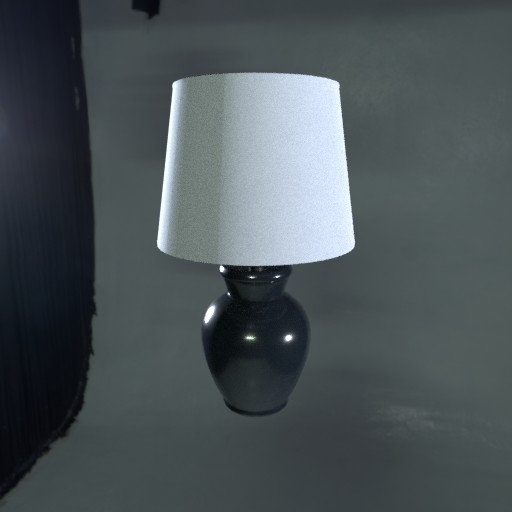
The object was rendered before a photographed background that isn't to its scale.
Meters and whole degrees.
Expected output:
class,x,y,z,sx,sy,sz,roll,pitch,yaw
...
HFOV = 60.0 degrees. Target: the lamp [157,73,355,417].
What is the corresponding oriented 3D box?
class,x,y,z,sx,sy,sz,roll,pitch,yaw
lamp,0.000,0.000,0.554,0.239,0.399,0.239,0,14,0
